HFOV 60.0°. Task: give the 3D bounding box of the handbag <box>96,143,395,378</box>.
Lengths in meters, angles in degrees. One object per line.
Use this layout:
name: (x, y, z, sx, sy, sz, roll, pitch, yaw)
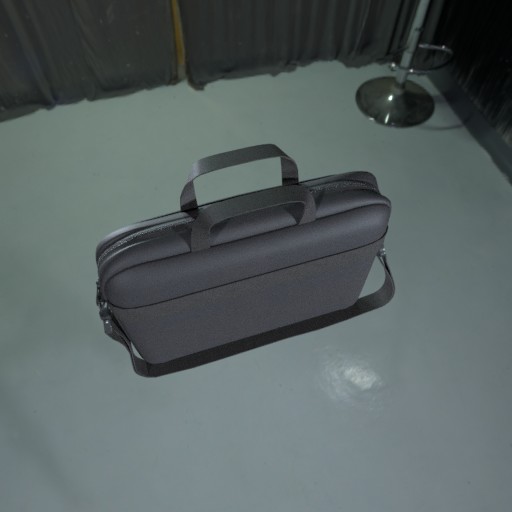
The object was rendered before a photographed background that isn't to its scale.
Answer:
handbag: (0.000, 0.000, 0.586, 0.429, 0.330, 0.126, -15, 58, -9)
